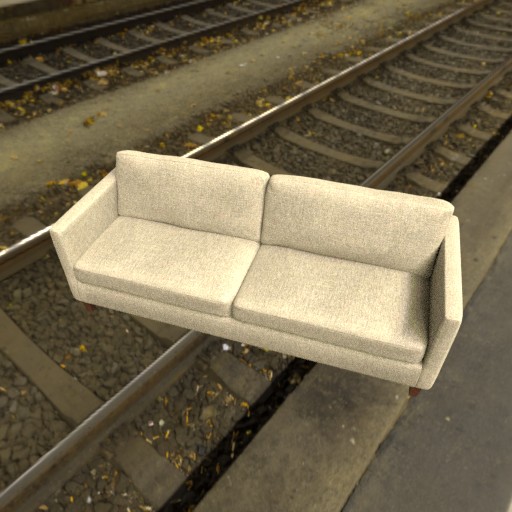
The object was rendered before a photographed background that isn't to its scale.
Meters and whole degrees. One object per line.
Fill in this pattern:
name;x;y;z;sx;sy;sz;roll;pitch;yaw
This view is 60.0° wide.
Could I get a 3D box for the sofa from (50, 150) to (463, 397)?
sofa;0.000;0.000;2.939;2.434;0.951;0.948;12;43;13
